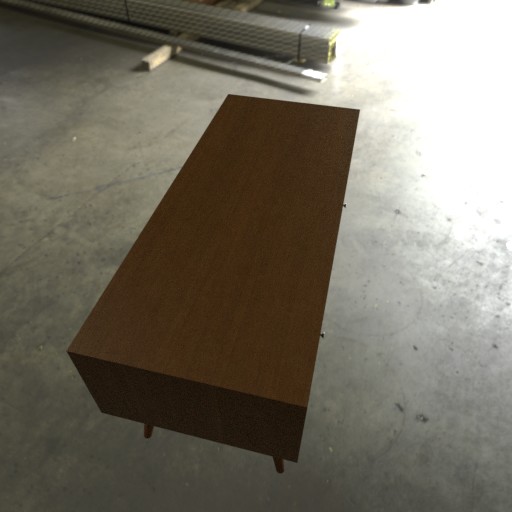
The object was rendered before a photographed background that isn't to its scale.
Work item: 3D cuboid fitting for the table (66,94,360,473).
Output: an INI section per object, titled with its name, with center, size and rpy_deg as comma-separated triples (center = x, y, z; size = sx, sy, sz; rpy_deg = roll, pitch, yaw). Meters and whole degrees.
[table]
center = 0.000, 0.000, 1.375
size = 0.490, 0.464, 1.119
rpy_deg = 10, 47, 10
